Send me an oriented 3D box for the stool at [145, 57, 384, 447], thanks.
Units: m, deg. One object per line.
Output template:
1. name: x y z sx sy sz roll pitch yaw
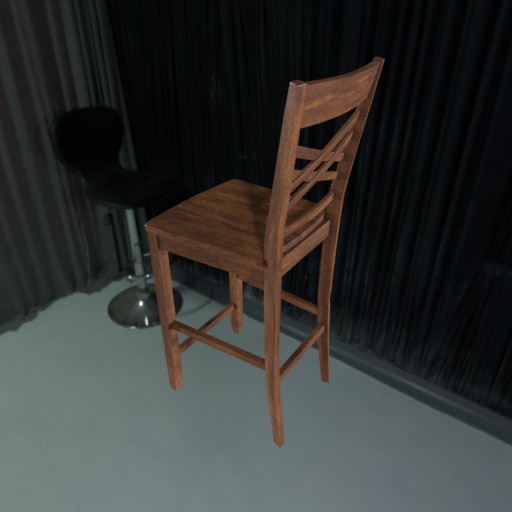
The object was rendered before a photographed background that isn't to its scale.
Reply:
1. stool: 0.000 0.000 1.342 0.504 1.098 0.426 20 36 29
